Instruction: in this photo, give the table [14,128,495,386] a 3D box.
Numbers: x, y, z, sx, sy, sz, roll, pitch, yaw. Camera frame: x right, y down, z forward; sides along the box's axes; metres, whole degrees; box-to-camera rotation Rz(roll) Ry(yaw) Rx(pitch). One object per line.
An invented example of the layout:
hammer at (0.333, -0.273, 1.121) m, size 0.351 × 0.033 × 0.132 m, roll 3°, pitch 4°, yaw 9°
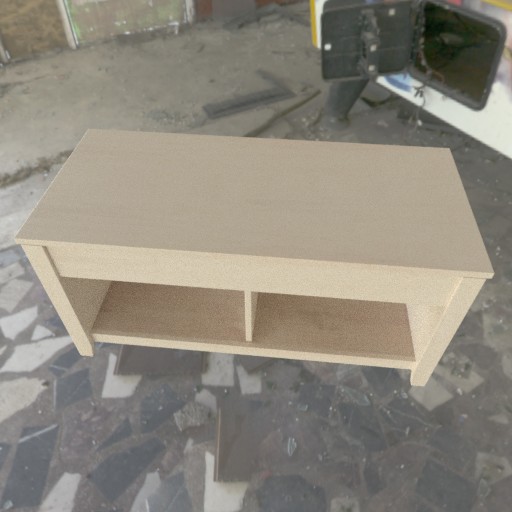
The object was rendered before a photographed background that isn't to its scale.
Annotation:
table at (0.000, 0.000, 1.262) m, size 1.016 × 0.483 × 0.457 m, roll 4°, pitch 47°, yaw 4°
